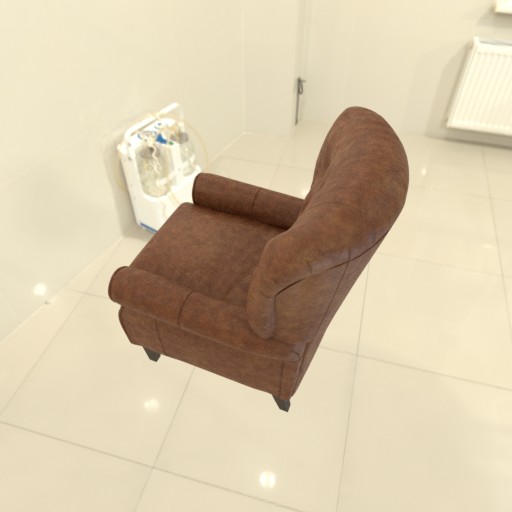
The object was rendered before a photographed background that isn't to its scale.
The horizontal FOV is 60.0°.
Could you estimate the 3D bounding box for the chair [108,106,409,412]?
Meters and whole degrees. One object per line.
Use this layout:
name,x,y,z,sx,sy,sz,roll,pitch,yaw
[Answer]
chair,0.000,0.000,1.923,1.059,1.164,0.951,16,48,15
